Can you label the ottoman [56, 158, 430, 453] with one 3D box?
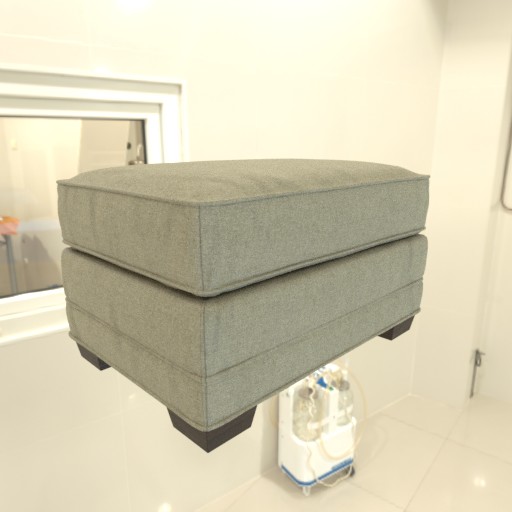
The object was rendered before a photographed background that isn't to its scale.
[{"bbox_3d":[0.000,0.000,1.202,0.848,0.508,0.611,-14,20,-43],"label":"ottoman"}]
